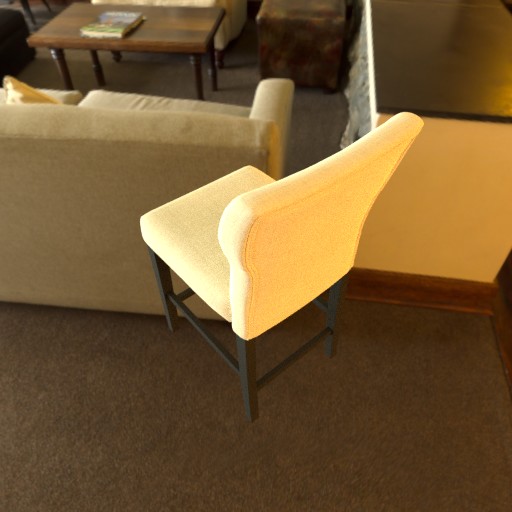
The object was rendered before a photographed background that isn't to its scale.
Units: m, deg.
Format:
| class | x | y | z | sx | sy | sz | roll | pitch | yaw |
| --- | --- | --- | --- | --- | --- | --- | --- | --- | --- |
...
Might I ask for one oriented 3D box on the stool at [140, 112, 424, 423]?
| class | x | y | z | sx | sy | sz | roll | pitch | yaw |
| --- | --- | --- | --- | --- | --- | --- | --- | --- | --- |
| stool | 0.000 | 0.000 | 1.339 | 0.514 | 0.972 | 0.603 | -31 | 53 | -27 |
